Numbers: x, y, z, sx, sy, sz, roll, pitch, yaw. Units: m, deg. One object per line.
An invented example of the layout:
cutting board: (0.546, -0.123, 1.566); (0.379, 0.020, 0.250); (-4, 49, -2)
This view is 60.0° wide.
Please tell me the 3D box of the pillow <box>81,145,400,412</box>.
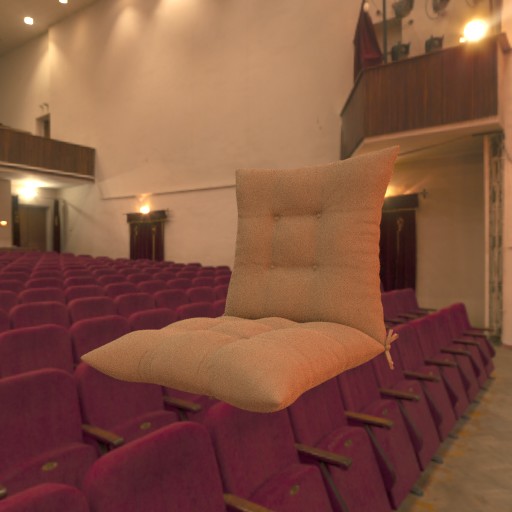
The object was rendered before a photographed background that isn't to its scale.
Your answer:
pillow: (0.000, 0.000, 1.022); (0.541, 0.536, 0.585); (0, 0, 36)
